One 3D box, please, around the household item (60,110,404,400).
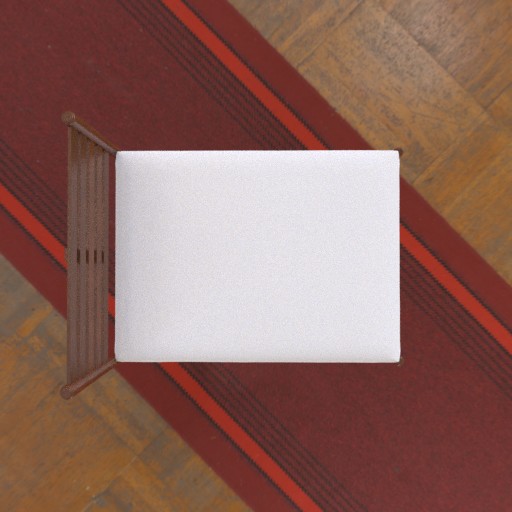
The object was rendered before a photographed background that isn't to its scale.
[{"bbox_3d":[0.000,0.000,3.198,2.232,1.356,1.663,0,89,1],"label":"household item"}]
